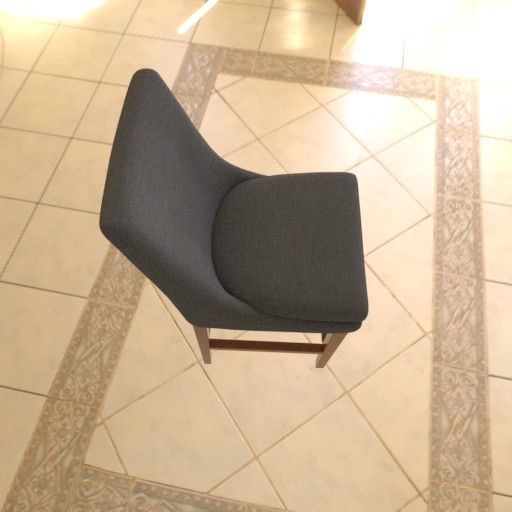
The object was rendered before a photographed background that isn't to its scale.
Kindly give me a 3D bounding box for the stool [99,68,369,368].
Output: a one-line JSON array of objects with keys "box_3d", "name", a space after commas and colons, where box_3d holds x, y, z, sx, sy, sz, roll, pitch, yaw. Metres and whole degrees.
[{"box_3d": [0.000, 0.000, 1.295, 0.577, 0.981, 0.470, 2, 63, 1], "name": "stool"}]
